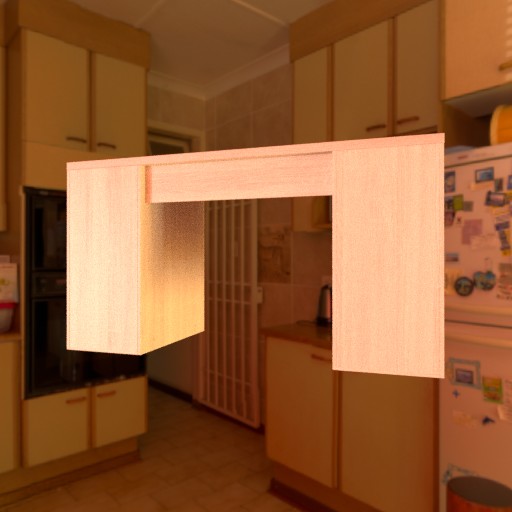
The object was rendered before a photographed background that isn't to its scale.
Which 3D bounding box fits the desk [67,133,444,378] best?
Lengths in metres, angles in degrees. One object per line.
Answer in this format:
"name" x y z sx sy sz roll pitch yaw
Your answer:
"desk" 0.000 0.000 1.832 1.390 0.740 0.600 0 0 18
